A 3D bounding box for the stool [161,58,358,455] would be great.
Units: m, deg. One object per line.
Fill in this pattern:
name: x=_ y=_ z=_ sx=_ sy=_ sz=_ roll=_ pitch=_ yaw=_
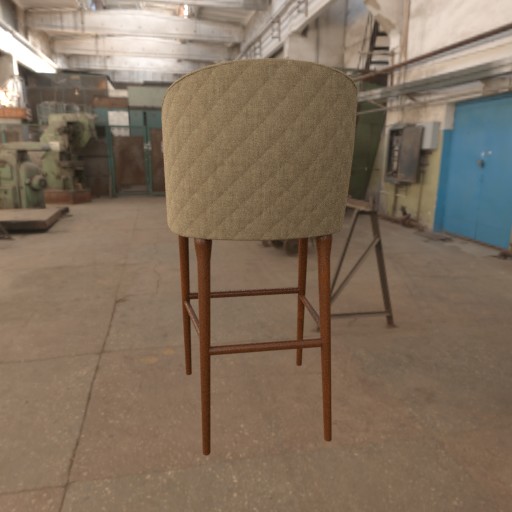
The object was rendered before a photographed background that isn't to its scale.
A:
stool: x=0.000 y=0.000 z=1.430 sx=0.559 sy=1.078 sz=0.607 roll=-2 pitch=14 yaw=-9
